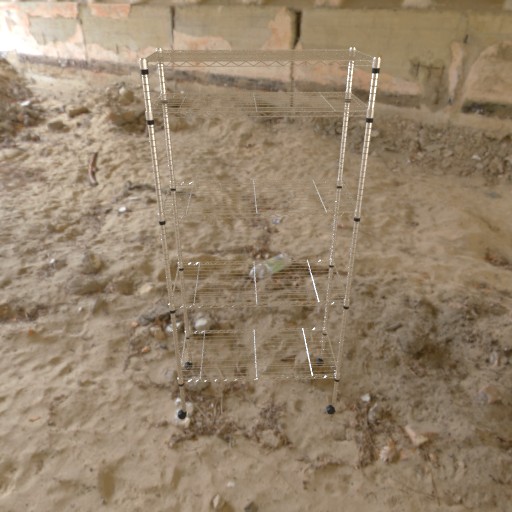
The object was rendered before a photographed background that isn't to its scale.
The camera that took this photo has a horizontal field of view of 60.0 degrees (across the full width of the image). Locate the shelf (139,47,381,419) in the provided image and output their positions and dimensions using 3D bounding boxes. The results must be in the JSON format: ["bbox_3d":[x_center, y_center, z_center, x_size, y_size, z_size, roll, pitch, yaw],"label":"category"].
[{"bbox_3d":[0.000,0.000,1.893,0.762,1.587,0.356,-1,30,-2],"label":"shelf"}]
